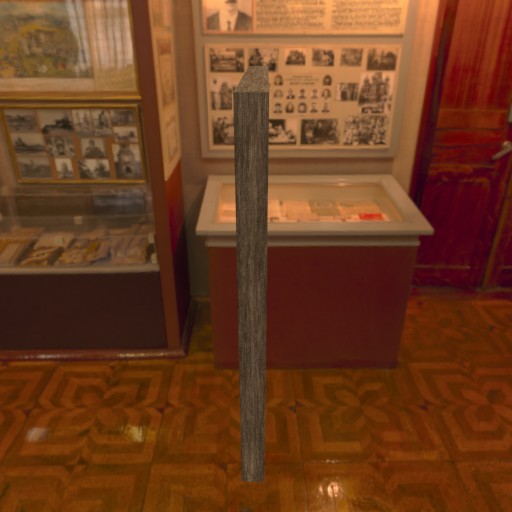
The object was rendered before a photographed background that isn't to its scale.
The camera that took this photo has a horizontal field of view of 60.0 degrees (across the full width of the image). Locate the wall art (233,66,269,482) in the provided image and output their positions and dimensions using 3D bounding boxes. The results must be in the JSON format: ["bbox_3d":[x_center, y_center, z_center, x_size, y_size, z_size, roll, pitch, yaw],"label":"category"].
[{"bbox_3d":[0.000,0.000,1.341,0.063,1.016,0.762,1,26,1],"label":"wall art"}]
